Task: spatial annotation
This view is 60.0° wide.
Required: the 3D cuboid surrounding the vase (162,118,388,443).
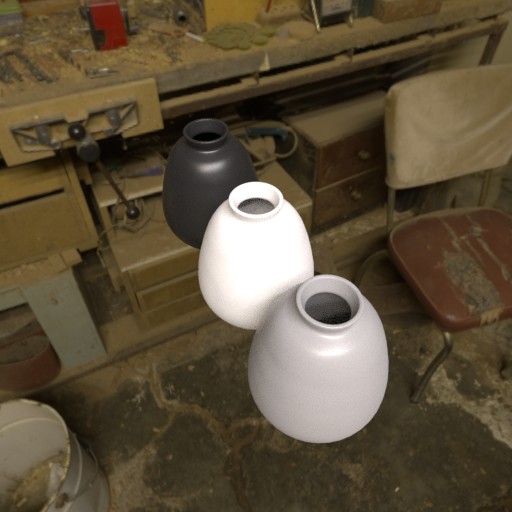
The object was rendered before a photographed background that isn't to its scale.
[{"bbox_3d":[0.000,0.000,0.362,0.097,0.122,0.297,-19,50,-17],"label":"vase"}]
